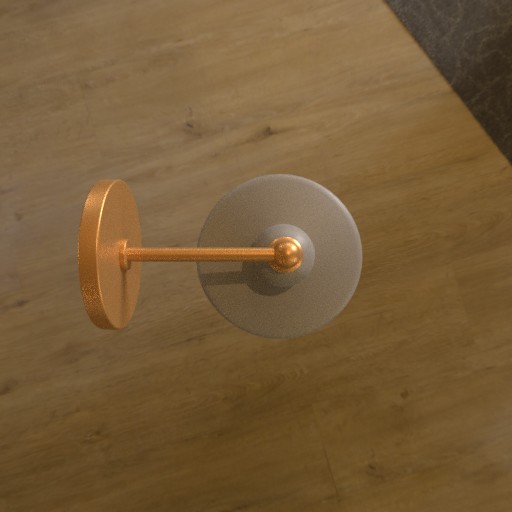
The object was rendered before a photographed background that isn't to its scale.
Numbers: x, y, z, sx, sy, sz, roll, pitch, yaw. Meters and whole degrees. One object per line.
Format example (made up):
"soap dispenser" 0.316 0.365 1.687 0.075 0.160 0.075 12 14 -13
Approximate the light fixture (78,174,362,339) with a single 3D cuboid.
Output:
"light fixture" 0.000 0.000 0.447 0.254 0.268 0.204 0 89 0
